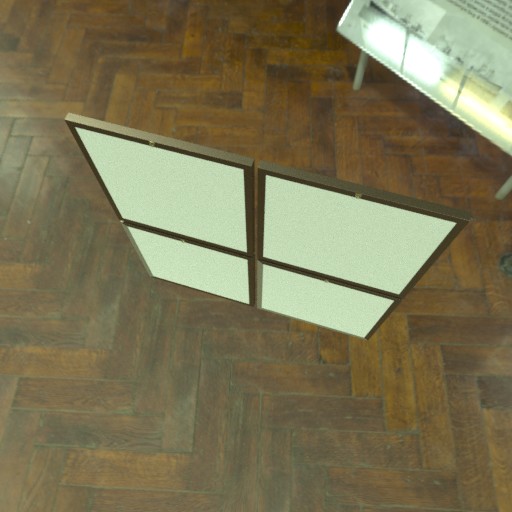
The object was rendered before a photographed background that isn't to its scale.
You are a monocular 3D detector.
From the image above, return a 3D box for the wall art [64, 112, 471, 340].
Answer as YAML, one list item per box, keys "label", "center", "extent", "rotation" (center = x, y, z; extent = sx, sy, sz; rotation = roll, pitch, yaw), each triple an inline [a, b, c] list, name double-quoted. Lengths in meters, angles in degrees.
- label: "wall art"
  center: [0.000, 0.000, 1.547]
  extent: [1.032, 1.032, 0.030]
  rotation: [16, 65, 7]
